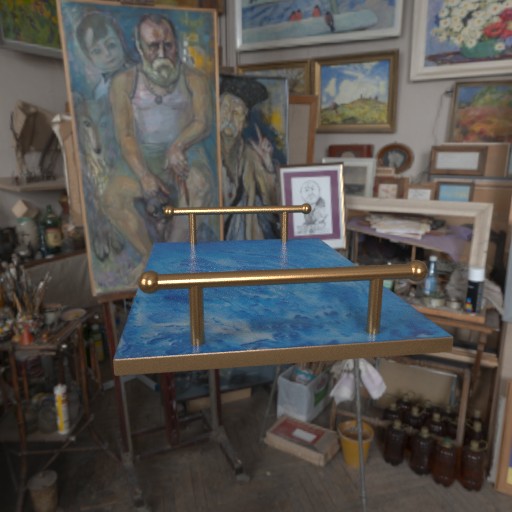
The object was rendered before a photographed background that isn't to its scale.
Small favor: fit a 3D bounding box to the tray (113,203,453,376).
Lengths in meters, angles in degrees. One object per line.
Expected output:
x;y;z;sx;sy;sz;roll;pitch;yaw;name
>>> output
0.000;0.000;0.592;0.304;0.084;0.444;-2;14;-8;tray
